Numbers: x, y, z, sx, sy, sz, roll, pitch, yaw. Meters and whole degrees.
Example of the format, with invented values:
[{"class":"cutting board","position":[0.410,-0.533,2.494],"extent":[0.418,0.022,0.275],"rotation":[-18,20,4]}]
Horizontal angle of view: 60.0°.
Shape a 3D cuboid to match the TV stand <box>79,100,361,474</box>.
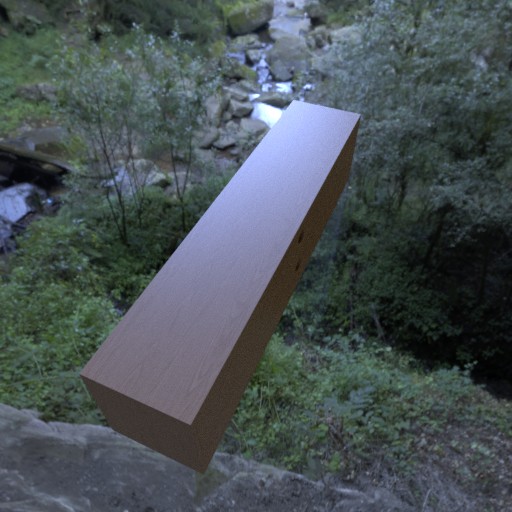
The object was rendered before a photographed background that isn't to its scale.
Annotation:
[{"class":"TV stand","position":[0.000,0.000,1.995],"extent":[0.400,0.580,1.760],"rotation":[18,50,16]}]
